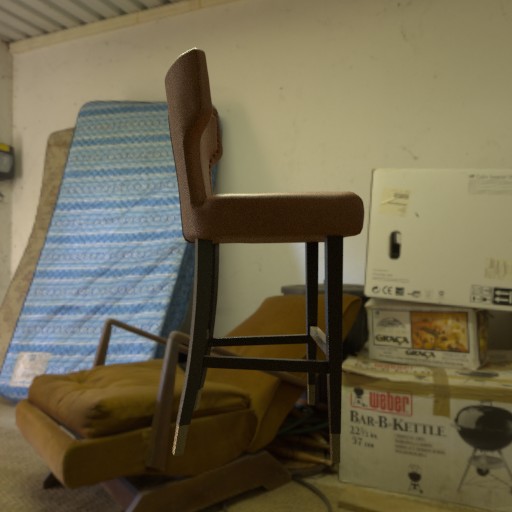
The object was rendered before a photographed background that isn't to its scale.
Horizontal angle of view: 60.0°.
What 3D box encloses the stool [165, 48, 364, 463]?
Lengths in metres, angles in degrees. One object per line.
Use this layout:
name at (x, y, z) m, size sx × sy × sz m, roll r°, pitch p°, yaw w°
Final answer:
stool at (0.000, 0.000, 1.402) m, size 0.563 × 1.092 × 0.526 m, roll 0°, pitch 0°, yaw -1°
